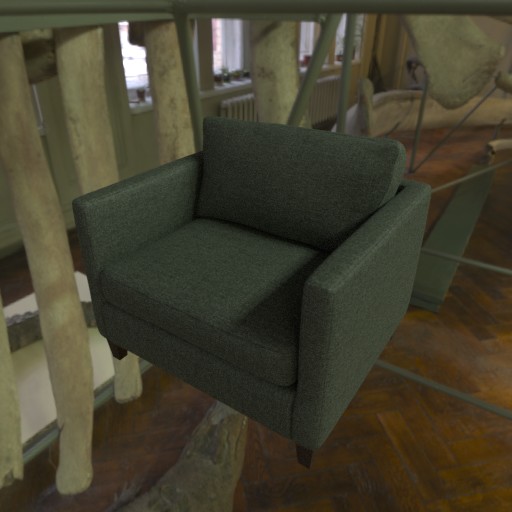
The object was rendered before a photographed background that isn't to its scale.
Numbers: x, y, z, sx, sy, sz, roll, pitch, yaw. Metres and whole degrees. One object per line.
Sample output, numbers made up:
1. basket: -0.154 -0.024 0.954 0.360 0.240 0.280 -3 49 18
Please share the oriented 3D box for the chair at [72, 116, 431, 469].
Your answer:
1. chair: 0.000 0.000 1.827 1.107 0.963 0.959 18 34 29
